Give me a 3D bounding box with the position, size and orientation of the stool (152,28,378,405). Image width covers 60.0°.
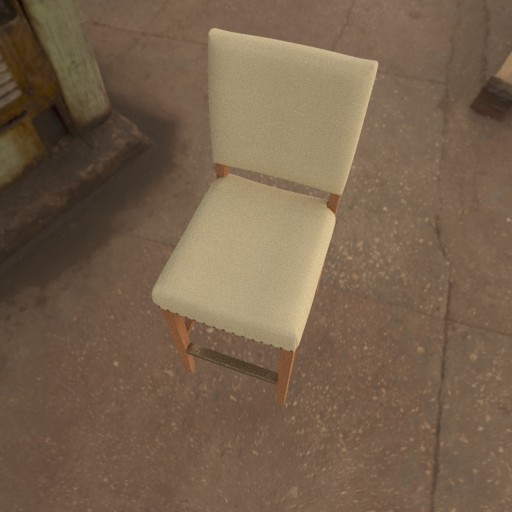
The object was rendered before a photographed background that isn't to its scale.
[{"bbox_3d":[0.000,0.000,1.453,0.445,1.168,0.584,17,59,10],"label":"stool"}]
